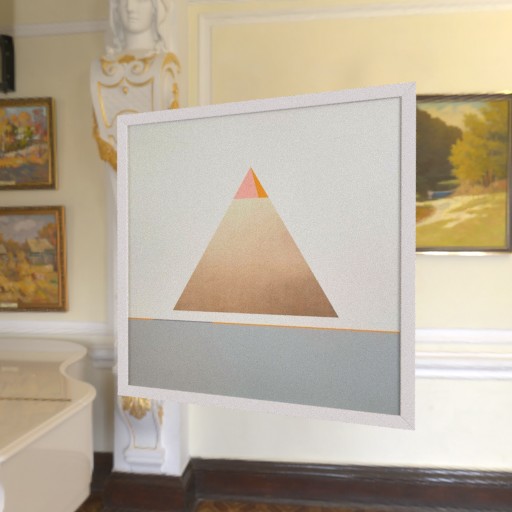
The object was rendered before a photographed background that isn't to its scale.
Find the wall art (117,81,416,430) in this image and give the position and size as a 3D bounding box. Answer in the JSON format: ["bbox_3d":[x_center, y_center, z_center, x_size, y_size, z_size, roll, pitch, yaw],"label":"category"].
[{"bbox_3d":[0.000,0.000,0.452,0.305,0.304,0.038,0,1,18],"label":"wall art"}]
